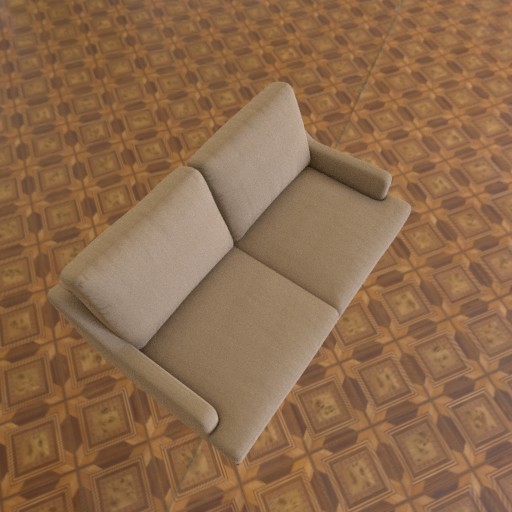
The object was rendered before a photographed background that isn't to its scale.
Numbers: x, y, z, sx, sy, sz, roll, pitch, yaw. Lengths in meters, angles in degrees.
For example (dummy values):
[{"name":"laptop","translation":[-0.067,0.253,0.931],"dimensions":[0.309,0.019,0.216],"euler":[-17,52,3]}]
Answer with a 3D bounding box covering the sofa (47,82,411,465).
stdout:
[{"name":"sofa","translation":[0.000,0.000,2.218],"dimensions":[1.004,0.910,1.619],"euler":[32,63,18]}]
